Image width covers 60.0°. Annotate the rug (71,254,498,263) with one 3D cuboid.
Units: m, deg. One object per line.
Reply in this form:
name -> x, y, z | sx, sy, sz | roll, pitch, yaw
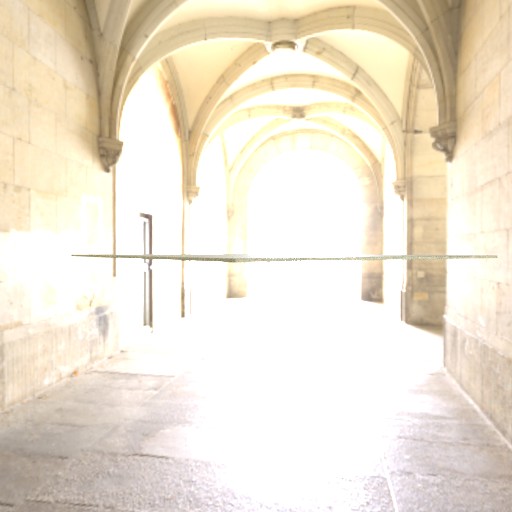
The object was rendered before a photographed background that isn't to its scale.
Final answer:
rug -> 0.000, 0.000, 3.952 | 2.420, 0.019, 3.039 | 0, 1, -36
